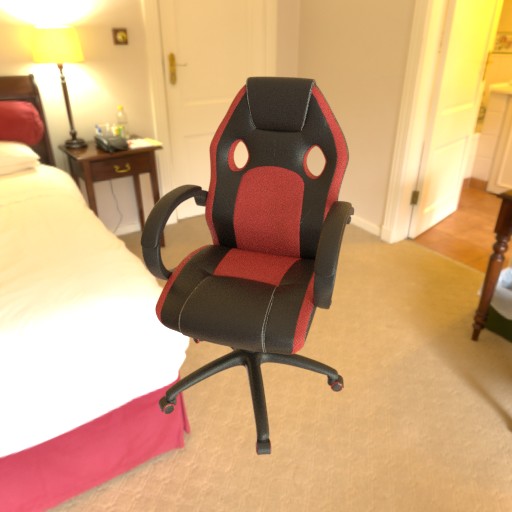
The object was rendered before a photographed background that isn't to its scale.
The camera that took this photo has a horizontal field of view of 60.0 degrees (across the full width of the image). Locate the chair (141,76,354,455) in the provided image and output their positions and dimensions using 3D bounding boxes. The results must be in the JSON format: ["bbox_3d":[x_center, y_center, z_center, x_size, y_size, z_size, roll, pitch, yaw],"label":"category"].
[{"bbox_3d":[0.000,0.000,1.662,0.750,1.189,0.783,9,28,16],"label":"chair"}]
